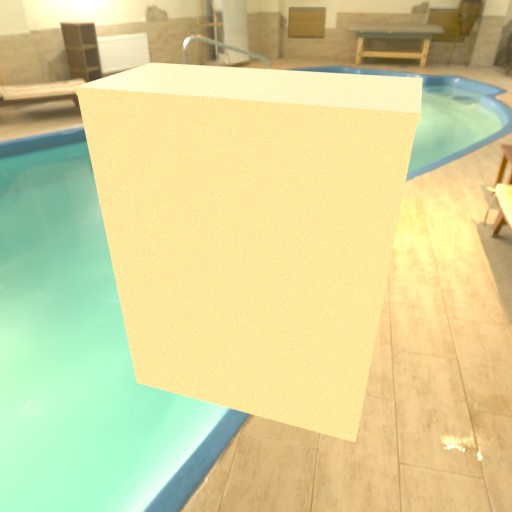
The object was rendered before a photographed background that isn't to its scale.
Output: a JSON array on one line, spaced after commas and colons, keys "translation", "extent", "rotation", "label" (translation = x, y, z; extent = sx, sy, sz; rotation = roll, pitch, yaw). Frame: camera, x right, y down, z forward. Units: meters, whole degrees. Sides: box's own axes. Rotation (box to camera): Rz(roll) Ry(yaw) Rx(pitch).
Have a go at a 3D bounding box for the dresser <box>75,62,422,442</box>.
[{"translation": [0.000, 0.000, 1.399], "extent": [0.800, 1.040, 0.380], "rotation": [10, 33, 15], "label": "dresser"}]
